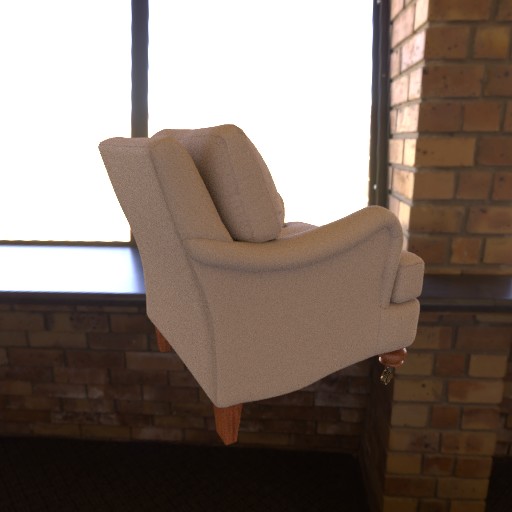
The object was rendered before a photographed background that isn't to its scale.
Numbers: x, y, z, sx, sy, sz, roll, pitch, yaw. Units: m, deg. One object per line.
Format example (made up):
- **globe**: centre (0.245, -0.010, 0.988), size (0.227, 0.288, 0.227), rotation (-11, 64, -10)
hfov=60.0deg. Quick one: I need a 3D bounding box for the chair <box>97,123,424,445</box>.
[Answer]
- **chair**: centre (0.000, 0.000, 1.859), size (1.070, 1.038, 0.955), rotation (-8, 17, -27)
